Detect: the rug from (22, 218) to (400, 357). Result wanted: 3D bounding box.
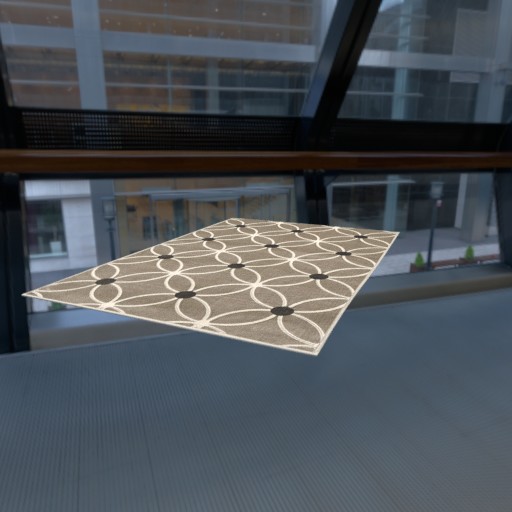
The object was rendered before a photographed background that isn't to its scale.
[{"bbox_3d":[0.000,0.000,2.888,1.522,0.008,2.284,7,17,23],"label":"rug"}]
